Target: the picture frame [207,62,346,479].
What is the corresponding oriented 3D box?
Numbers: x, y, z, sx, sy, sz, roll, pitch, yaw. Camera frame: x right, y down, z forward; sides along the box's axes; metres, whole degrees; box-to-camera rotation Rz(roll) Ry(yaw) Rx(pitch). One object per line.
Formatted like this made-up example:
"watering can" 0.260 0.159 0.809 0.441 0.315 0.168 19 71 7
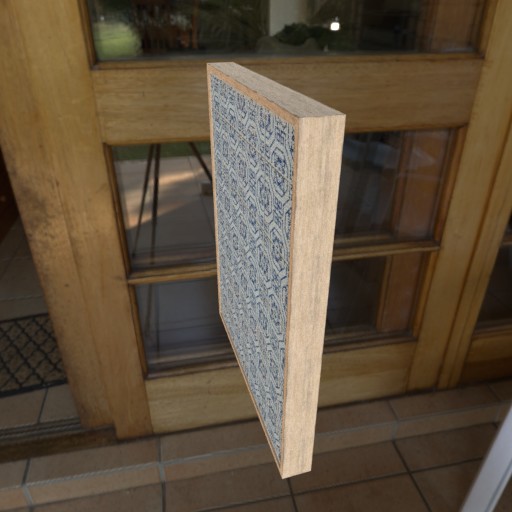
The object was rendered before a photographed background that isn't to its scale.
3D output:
"picture frame" 0.000 0.000 0.709 0.046 0.526 0.421 -9 31 -15
